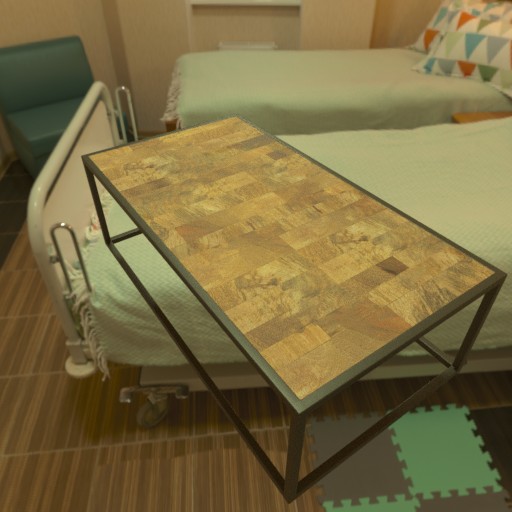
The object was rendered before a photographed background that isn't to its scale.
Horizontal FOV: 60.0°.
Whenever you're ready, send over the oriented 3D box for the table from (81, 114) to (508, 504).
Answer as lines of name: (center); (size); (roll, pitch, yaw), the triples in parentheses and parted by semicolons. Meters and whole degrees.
table: (0.000, 0.000, 1.432); (0.649, 0.398, 1.199); (-24, 46, -26)
